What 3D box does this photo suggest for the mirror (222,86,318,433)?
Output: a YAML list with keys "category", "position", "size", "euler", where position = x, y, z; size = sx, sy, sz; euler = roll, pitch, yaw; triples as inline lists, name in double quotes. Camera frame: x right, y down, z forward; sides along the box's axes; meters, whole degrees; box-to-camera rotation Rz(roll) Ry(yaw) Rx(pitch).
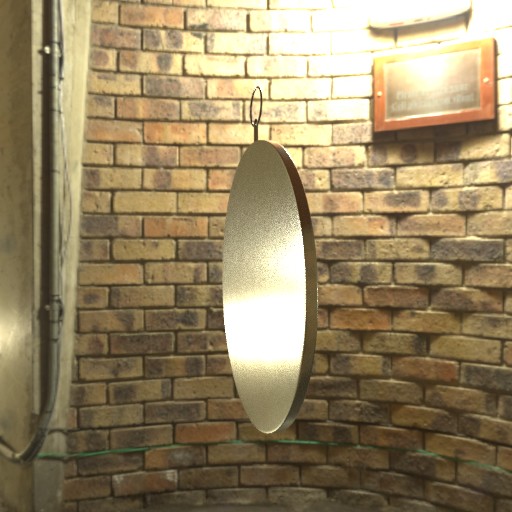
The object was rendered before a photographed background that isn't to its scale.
- category: "mirror"
  position: [0.000, 0.000, 0.943]
  size: [0.020, 0.713, 0.594]
  euler: [0, 1, -16]
